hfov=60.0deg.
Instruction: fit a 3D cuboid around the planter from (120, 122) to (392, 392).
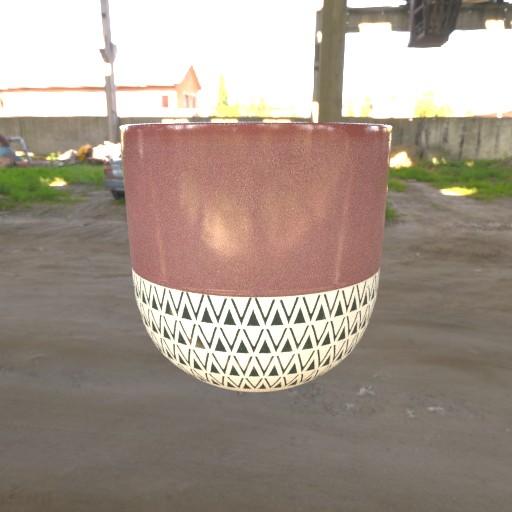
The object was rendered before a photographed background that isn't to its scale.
[{"bbox_3d":[0.000,0.000,0.483,0.266,0.270,0.266,0,15,0],"label":"planter"}]
